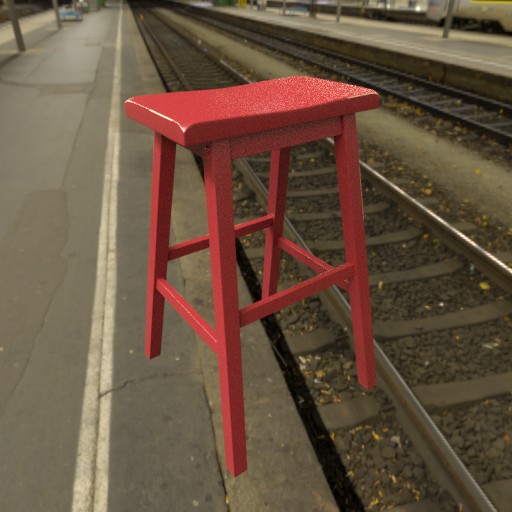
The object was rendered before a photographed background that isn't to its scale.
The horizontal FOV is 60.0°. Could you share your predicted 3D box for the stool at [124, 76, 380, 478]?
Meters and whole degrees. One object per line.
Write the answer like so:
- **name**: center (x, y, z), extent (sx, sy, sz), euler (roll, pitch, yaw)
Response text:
- **stool**: center (0.000, 0.000, 1.053), extent (0.457, 0.737, 0.476), euler (-20, 37, -30)
